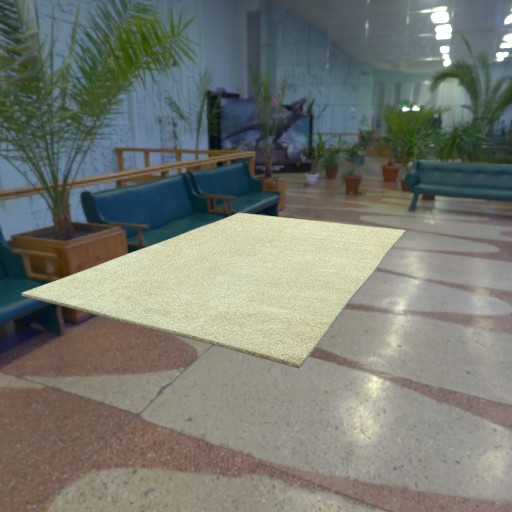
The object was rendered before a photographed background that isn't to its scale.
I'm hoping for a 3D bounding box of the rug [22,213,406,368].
[{"bbox_3d":[0.000,0.000,3.433,1.800,0.025,2.699,9,19,26],"label":"rug"}]
